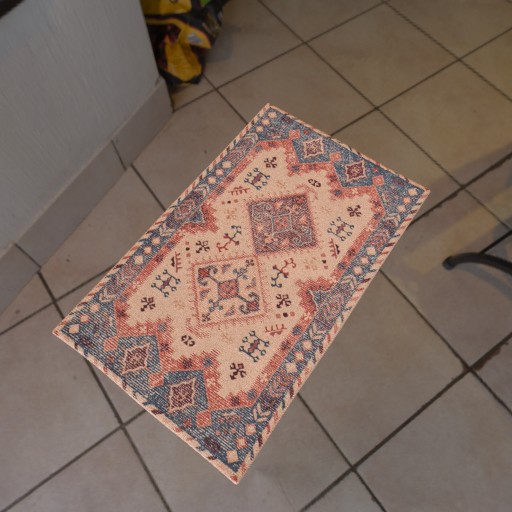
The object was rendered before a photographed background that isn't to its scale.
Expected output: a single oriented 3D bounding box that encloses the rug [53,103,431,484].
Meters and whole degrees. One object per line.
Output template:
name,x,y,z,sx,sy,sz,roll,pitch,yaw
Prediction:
rug,0.000,0.000,3.134,1.521,0.023,2.464,33,69,15
